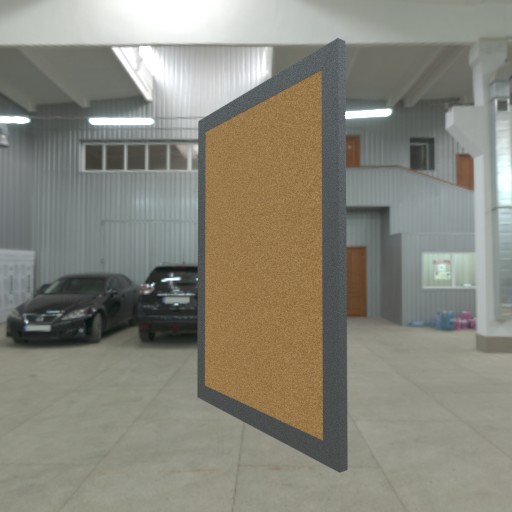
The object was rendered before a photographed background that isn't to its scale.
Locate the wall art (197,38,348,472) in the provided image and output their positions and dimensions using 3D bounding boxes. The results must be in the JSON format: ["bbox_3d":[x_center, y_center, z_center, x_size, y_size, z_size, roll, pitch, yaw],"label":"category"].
[{"bbox_3d":[0.000,0.000,0.703,0.013,0.534,0.380,1,-2,-34],"label":"wall art"}]
